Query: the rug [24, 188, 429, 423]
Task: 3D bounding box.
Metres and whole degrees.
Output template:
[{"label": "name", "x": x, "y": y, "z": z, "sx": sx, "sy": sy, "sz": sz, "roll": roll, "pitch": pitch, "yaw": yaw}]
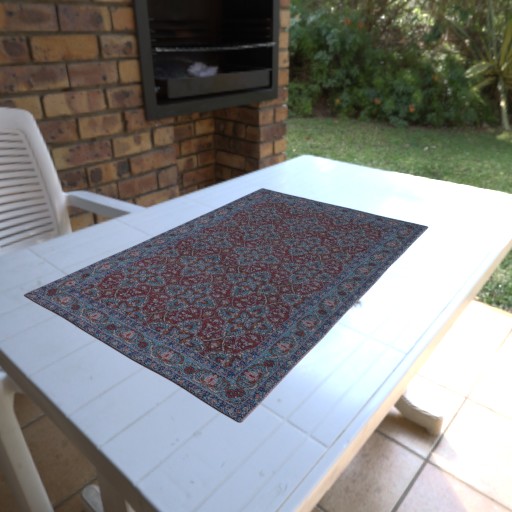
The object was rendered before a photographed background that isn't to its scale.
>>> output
[{"label": "rug", "x": 0.000, "y": 0.000, "z": 2.298, "sx": 1.219, "sy": 0.009, "sz": 1.829, "roll": 18, "pitch": 32, "yaw": 32}]
